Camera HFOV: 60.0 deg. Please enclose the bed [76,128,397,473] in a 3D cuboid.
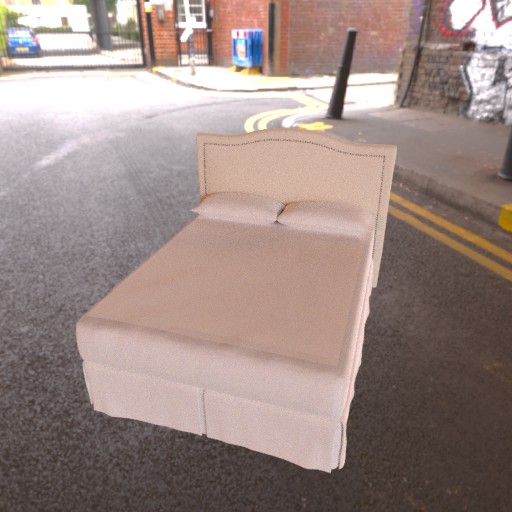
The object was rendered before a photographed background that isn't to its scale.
[{"bbox_3d":[0.000,0.000,3.235,1.753,1.460,2.143,8,28,15],"label":"bed"}]
